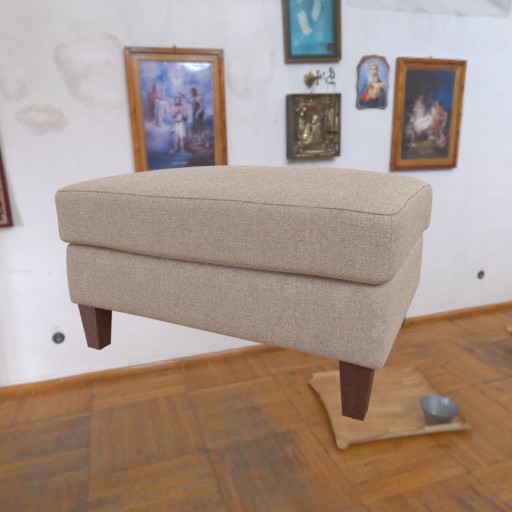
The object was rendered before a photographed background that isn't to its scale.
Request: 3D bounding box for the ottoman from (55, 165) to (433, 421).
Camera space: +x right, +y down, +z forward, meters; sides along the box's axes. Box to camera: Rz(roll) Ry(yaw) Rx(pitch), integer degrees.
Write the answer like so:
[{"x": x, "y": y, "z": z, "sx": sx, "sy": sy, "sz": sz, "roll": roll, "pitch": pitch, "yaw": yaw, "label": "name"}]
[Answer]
[{"x": 0.000, "y": 0.000, "z": 1.308, "sx": 0.898, "sy": 0.519, "sz": 0.677, "roll": 7, "pitch": 16, "yaw": 25, "label": "ottoman"}]
